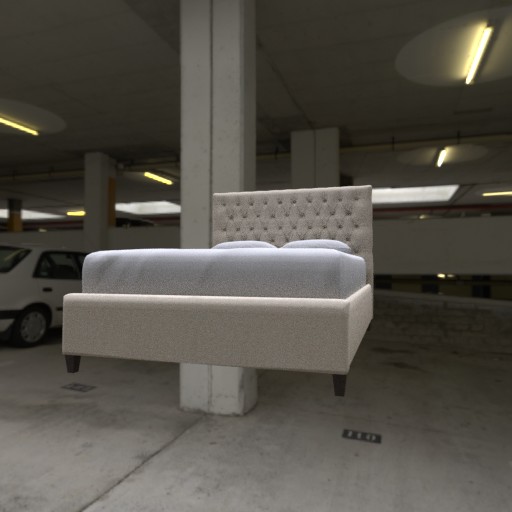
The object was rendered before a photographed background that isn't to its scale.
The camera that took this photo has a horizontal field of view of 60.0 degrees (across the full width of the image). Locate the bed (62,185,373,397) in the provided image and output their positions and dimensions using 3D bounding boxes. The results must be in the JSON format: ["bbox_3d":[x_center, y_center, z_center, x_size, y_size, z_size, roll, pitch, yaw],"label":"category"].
[{"bbox_3d":[0.000,0.000,3.516,1.698,1.427,2.387,0,-1,17],"label":"bed"}]
